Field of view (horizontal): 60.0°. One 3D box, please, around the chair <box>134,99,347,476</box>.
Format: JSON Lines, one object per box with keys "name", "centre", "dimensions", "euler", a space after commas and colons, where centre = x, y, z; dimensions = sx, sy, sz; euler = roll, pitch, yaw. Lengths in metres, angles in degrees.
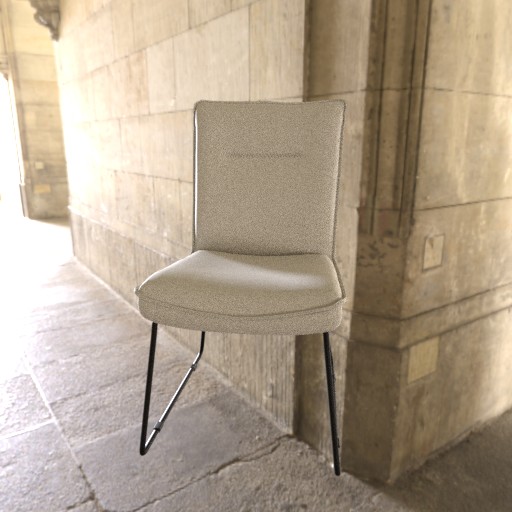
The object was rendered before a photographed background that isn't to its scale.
{"name": "chair", "centre": [0.000, 0.000, 1.312], "dimensions": [0.515, 0.930, 0.688], "euler": [2, 15, 8]}
